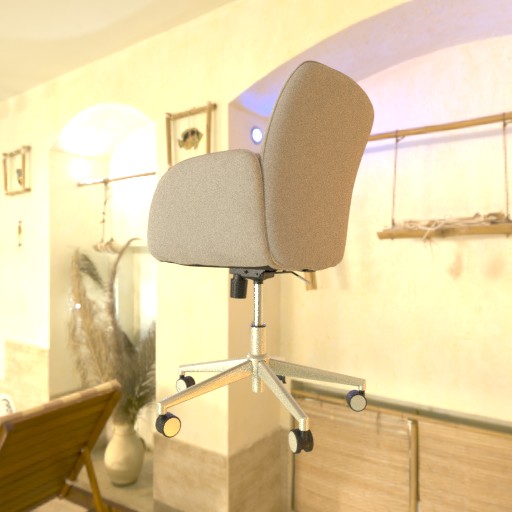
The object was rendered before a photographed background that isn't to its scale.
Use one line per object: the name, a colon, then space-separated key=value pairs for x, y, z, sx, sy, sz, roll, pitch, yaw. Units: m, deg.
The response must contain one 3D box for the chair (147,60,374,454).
chair: x=0.000 y=0.000 z=1.379 sx=0.654 sy=0.959 sz=0.648 roll=0 pitch=0 yaw=34
